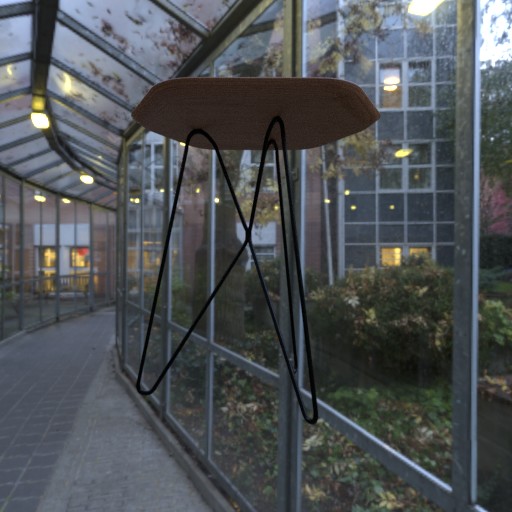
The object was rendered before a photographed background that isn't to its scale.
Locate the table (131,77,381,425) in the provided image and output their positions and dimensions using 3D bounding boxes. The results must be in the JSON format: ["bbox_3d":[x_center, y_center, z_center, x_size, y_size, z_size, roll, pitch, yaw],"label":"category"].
[{"bbox_3d":[0.000,0.000,0.895,0.500,0.562,0.400,0,0,0],"label":"table"}]
